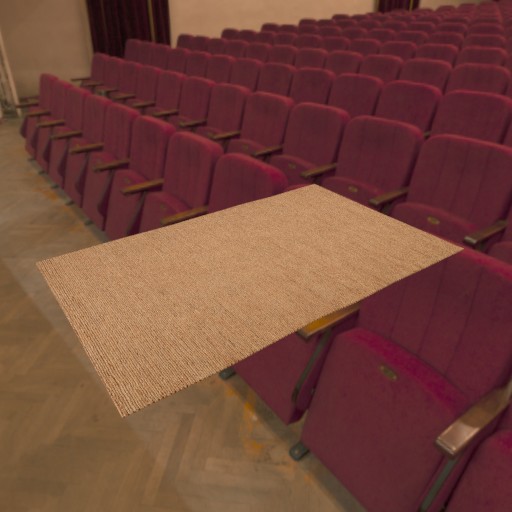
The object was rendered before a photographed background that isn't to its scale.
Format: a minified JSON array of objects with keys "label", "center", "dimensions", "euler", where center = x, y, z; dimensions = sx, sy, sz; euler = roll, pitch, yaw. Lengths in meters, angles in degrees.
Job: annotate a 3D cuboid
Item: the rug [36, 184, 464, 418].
[{"label":"rug","center":[0.000,0.000,2.969],"dimensions":[2.439,0.011,1.533],"euler":[-20,35,-30]}]
